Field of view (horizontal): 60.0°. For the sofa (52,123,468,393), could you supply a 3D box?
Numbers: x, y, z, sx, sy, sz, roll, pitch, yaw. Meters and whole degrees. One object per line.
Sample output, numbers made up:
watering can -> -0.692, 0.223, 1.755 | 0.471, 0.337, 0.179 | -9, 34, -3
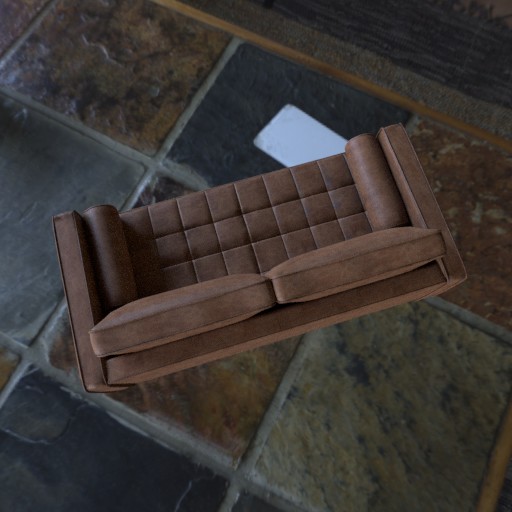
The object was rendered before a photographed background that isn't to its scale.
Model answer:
sofa -> 0.000, 0.000, 2.385 | 1.920, 0.825, 0.924 | -16, 75, -4
